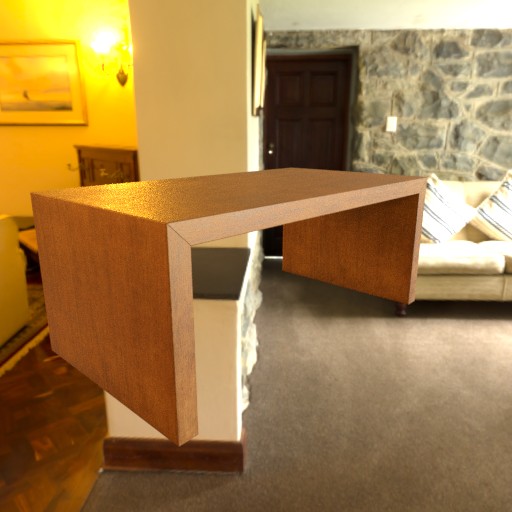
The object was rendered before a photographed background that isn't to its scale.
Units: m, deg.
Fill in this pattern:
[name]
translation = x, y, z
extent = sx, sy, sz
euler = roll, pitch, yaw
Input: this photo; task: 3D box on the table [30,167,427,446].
[table]
translation = 0.000, 0.000, 1.288
extent = 0.549, 0.419, 1.000
euler = 14, 21, 41
